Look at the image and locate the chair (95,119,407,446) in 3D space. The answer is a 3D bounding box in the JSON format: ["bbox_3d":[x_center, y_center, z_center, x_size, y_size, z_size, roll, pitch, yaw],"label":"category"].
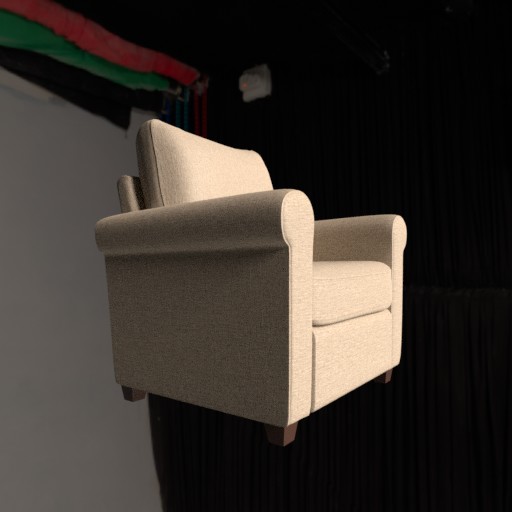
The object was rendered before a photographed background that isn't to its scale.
[{"bbox_3d":[0.000,0.000,2.290,1.180,1.349,1.275,-1,-1,36],"label":"chair"}]
